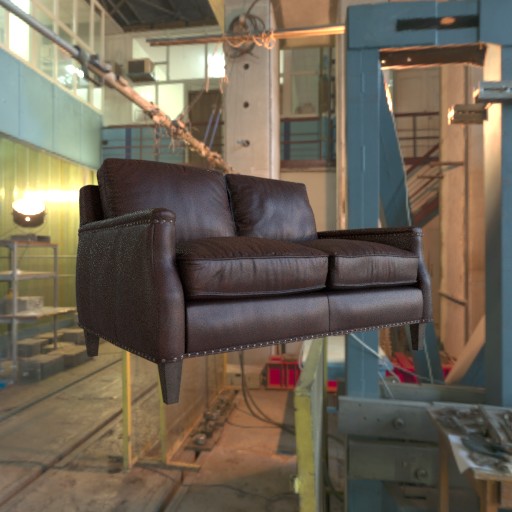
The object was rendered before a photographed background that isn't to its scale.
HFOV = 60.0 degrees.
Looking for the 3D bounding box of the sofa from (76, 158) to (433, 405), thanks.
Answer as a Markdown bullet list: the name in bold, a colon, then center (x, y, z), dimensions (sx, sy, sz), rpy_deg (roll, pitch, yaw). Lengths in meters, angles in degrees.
- **sofa**: center (0.000, 0.000, 2.320), dimensions (1.628, 1.003, 1.083), rpy_deg (0, 0, -37)
